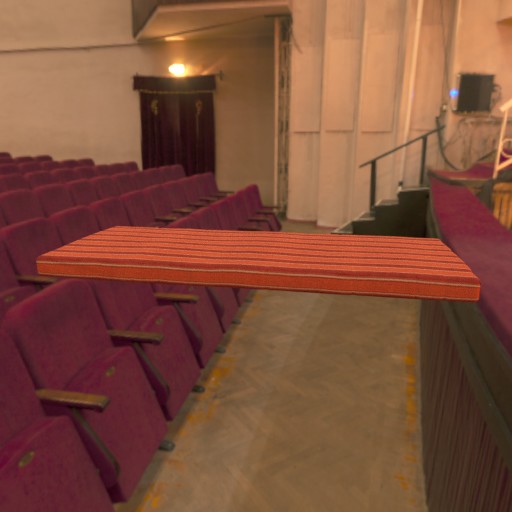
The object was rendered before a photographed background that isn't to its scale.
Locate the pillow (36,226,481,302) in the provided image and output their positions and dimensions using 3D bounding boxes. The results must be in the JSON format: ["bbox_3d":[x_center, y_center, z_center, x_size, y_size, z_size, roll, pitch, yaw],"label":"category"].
[{"bbox_3d":[0.000,0.000,1.345,1.187,0.081,0.492,3,15,10],"label":"pillow"}]
